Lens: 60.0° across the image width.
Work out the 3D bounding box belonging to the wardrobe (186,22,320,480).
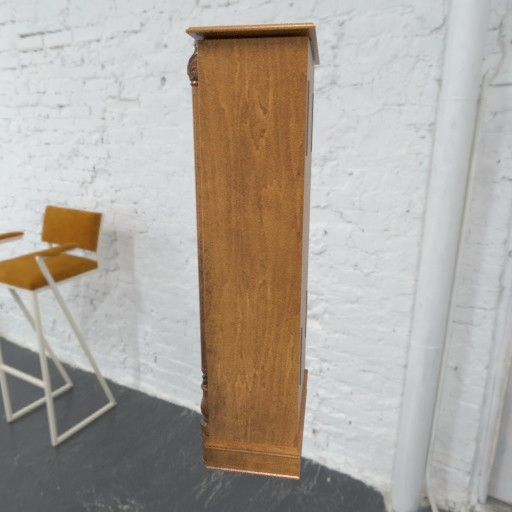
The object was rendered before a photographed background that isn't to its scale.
[{"bbox_3d":[0.000,0.000,1.105,0.273,0.959,0.406,2,15,9],"label":"wardrobe"}]
